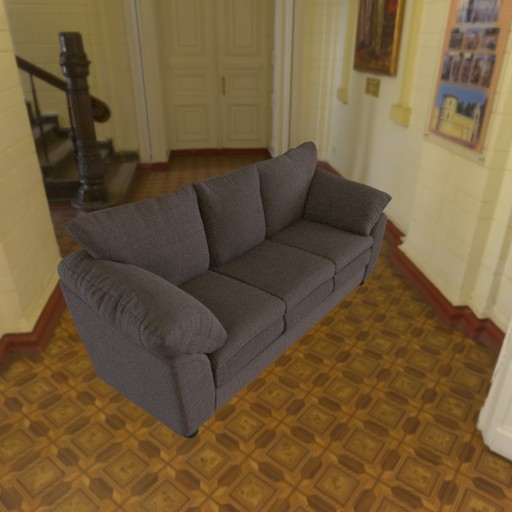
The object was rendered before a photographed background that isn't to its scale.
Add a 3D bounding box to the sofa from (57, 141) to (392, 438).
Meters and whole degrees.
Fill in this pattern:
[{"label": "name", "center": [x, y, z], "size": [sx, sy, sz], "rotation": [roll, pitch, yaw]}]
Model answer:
[{"label": "sofa", "center": [0.000, 0.000, 2.896], "size": [0.883, 1.080, 2.336], "rotation": [19, 33, 33]}]
